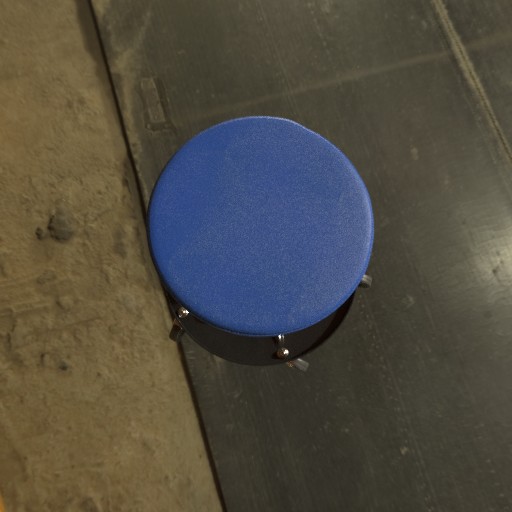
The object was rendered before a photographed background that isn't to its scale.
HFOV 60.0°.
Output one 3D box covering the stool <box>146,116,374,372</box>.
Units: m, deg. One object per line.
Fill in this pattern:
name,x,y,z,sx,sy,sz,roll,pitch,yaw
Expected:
stool,0.000,0.000,0.695,0.381,0.365,0.382,34,80,7
